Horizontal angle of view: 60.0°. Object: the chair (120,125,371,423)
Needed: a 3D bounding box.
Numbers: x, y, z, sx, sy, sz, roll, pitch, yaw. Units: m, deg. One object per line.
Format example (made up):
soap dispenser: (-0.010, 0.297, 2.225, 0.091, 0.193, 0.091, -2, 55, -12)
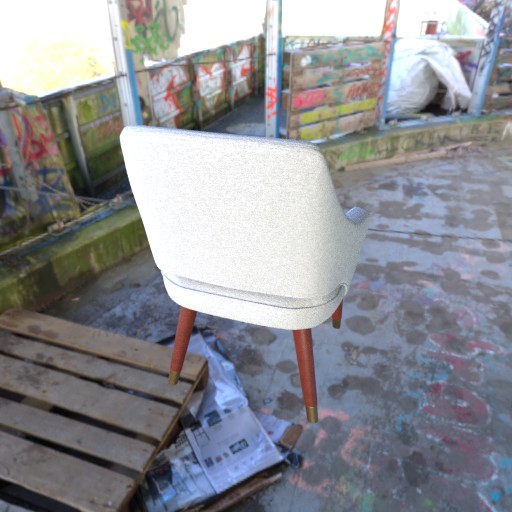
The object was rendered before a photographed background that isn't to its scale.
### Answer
chair: (0.000, 0.000, 1.322, 0.609, 0.889, 0.600, 10, 33, 16)
